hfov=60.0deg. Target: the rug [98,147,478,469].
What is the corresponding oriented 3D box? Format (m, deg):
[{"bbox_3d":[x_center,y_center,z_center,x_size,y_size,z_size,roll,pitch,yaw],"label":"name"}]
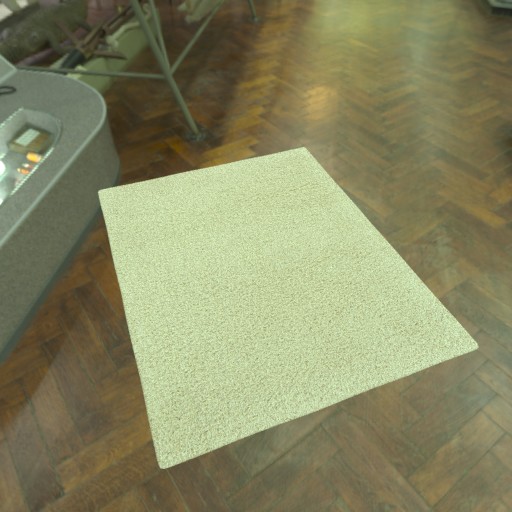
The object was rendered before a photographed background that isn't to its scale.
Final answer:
[{"bbox_3d":[0.000,0.000,4.027,2.438,0.029,3.047,-15,47,-15],"label":"rug"}]
